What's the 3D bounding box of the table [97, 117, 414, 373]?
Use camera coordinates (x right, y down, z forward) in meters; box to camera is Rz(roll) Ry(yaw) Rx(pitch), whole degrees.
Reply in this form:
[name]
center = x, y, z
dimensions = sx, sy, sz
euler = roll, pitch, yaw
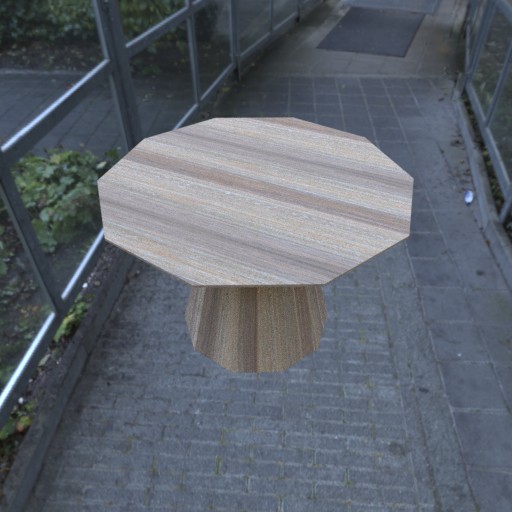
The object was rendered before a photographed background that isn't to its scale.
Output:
[table]
center = 0.000, 0.000, 1.906
dimensions = 1.186, 0.752, 1.186
euler = 0, 40, 0
